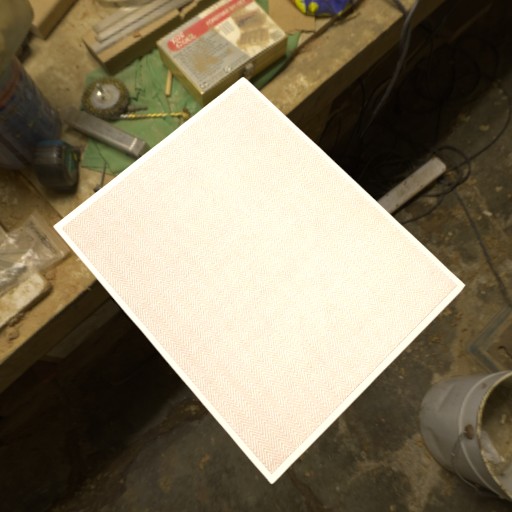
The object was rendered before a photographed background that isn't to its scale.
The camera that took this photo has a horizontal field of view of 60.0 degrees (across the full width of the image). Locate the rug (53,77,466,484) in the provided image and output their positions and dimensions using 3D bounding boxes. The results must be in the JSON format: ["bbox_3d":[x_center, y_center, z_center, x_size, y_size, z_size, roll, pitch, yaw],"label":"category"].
[{"bbox_3d":[0.000,0.000,4.093,2.423,0.019,3.009,-42,79,-10],"label":"rug"}]
